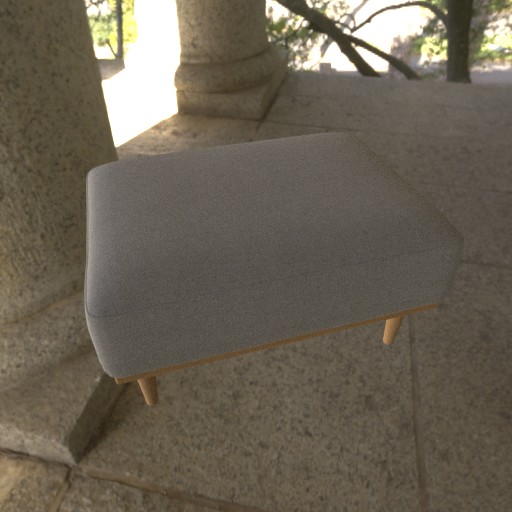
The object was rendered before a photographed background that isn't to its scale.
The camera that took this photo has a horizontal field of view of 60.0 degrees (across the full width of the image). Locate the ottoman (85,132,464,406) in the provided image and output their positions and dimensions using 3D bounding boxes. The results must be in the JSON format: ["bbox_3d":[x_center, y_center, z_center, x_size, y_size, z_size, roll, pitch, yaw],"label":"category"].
[{"bbox_3d":[0.000,0.000,1.091,0.749,0.428,0.549,-11,41,-13],"label":"ottoman"}]
